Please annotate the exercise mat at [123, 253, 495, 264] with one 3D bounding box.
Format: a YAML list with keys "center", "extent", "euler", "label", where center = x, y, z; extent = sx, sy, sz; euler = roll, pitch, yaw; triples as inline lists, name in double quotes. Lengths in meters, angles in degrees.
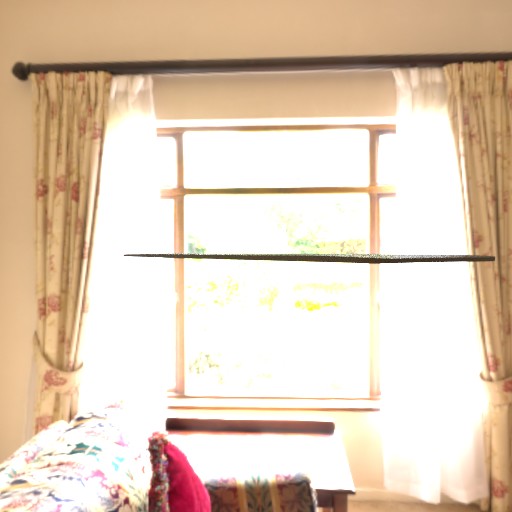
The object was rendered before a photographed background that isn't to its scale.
- center: [0.000, 0.000, 2.012]
  extent: [0.616, 0.021, 1.869]
  euler: [0, 1, -36]
  label: "exercise mat"
